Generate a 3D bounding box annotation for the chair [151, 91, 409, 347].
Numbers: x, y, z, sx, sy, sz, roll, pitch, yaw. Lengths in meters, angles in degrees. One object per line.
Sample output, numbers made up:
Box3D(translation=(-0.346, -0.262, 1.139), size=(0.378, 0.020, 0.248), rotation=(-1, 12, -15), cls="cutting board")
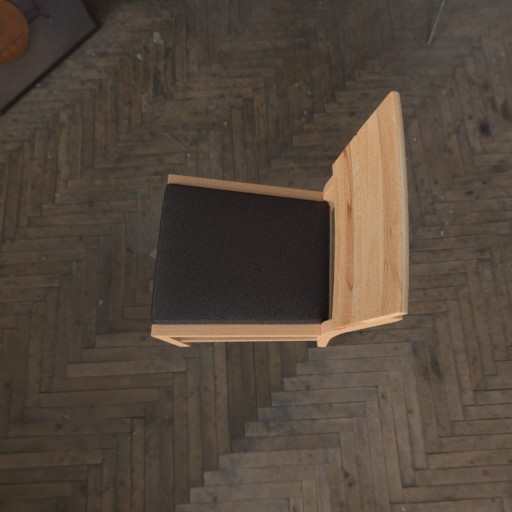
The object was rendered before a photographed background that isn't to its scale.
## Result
Box3D(translation=(0.000, 0.000, 1.250), size=(0.560, 0.950, 0.475), rotation=(3, 75, 1), cls="chair")
